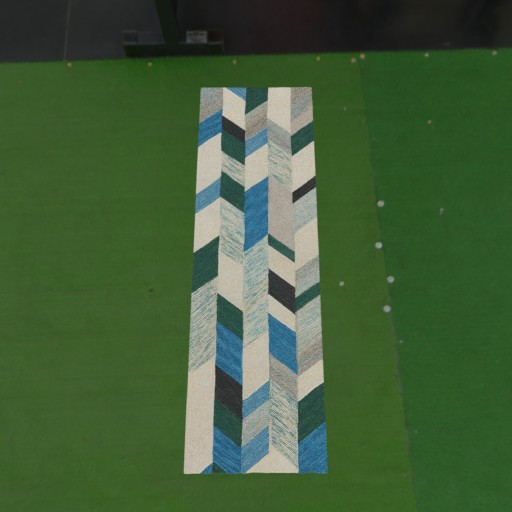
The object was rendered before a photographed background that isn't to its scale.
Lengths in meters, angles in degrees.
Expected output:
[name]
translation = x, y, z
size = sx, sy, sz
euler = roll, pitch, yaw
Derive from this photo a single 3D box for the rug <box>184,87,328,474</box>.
[rug]
translation = 0.000, 0.000, 2.722
size = 0.774, 0.008, 2.437
euler = 0, 74, 0
